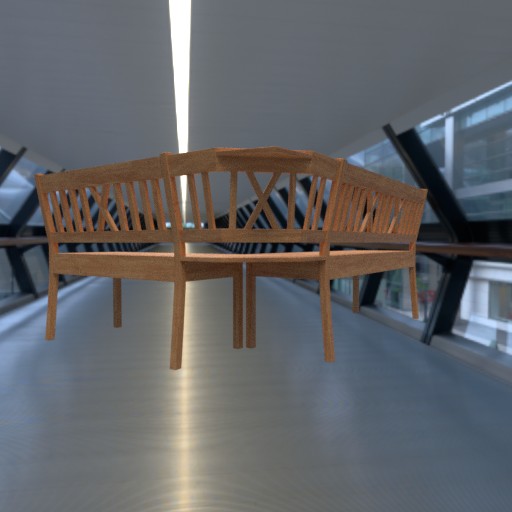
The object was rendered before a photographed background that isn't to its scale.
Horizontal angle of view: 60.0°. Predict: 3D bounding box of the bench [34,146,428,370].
[{"bbox_3d":[0.000,0.000,2.727,1.537,0.902,1.937,1,2,35],"label":"bench"}]
